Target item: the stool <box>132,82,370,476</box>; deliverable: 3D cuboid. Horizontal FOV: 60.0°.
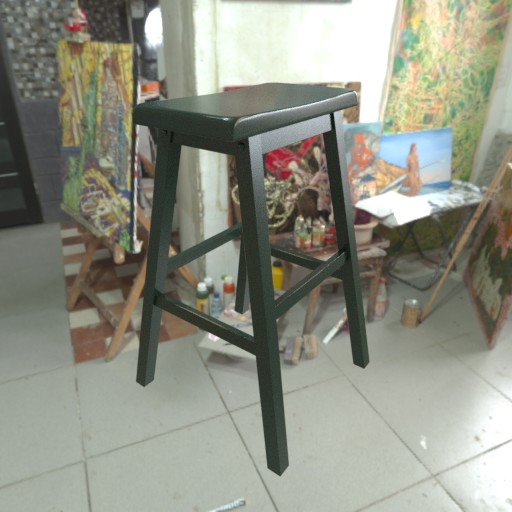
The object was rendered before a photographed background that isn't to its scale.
[{"bbox_3d":[0.000,0.000,1.074,0.476,0.737,0.457,19,33,32],"label":"stool"}]
